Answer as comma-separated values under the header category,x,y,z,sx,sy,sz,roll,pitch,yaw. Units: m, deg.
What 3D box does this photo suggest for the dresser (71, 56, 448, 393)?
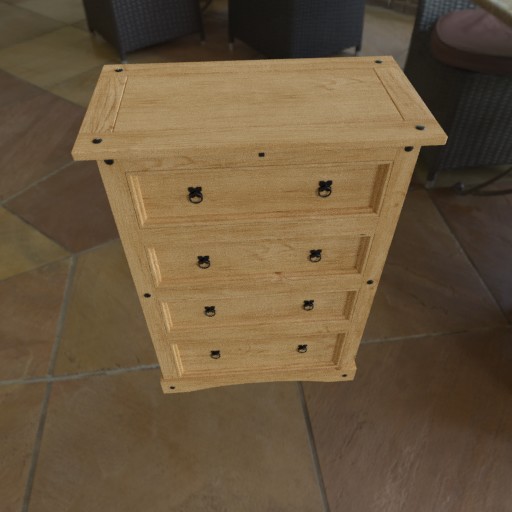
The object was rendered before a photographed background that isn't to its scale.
category,x,y,z,sx,sy,sz,roll,pitch,yaw
dresser,0.000,0.000,1.705,0.915,1.300,0.485,-3,47,-3
